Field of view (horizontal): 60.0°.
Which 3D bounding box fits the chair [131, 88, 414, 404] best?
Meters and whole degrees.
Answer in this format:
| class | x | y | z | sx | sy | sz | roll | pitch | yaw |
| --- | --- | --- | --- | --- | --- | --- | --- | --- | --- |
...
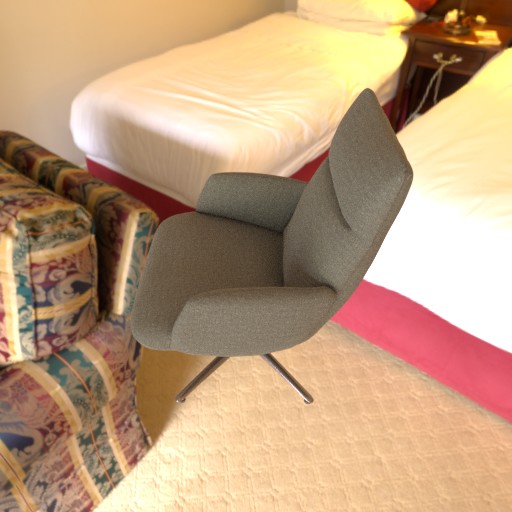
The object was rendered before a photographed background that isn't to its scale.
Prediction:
| class | x | y | z | sx | sy | sz | roll | pitch | yaw |
| --- | --- | --- | --- | --- | --- | --- | --- | --- | --- |
| chair | 0.000 | 0.000 | 1.537 | 0.831 | 0.984 | 0.702 | 0 | 41 | 0 |
